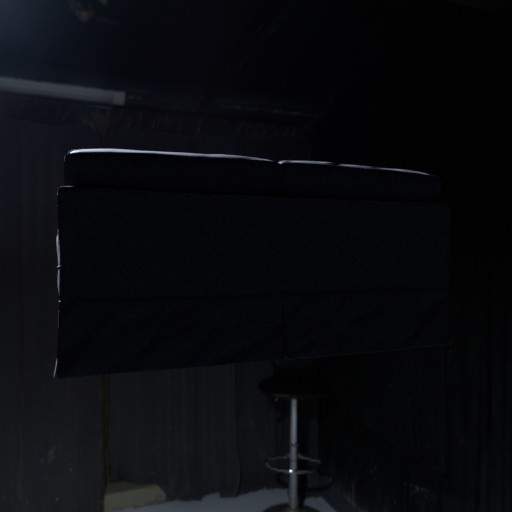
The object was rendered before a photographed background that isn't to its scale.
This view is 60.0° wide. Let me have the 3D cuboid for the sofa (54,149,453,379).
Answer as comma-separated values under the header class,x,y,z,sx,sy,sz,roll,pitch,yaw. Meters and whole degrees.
class,x,y,z,sx,sy,sz,roll,pitch,yaw
sofa,0.000,0.000,2.784,2.256,1.094,0.983,0,1,-19
